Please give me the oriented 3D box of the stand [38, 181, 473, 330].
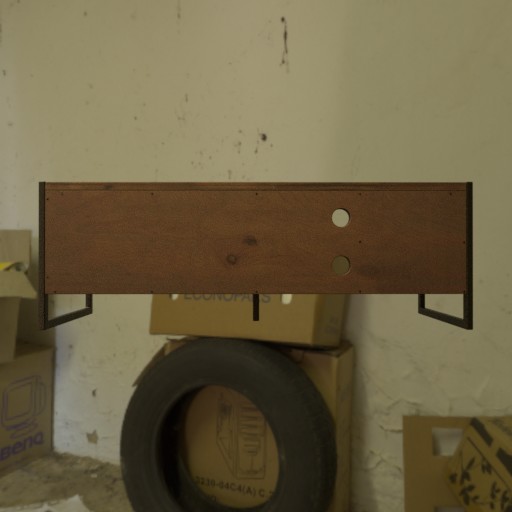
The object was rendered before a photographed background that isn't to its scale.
[{"bbox_3d":[0.000,0.000,1.734,1.480,0.506,0.454,0,0,0],"label":"stand"}]
